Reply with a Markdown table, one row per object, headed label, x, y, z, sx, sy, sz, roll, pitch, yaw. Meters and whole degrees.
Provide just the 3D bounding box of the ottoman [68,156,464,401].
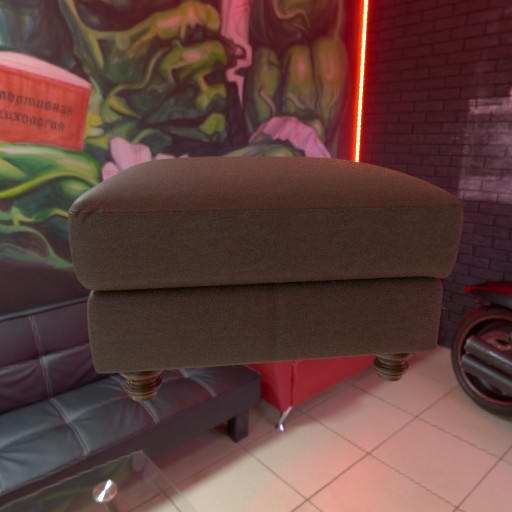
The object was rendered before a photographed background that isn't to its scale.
| label | x | y | z | sx | sy | sz | roll | pitch | yaw |
| --- | --- | --- | --- | --- | --- | --- | --- | --- | --- |
| ottoman | 0.000 | 0.000 | 1.162 | 0.787 | 0.508 | 0.635 | -2 | 15 | -8 |
